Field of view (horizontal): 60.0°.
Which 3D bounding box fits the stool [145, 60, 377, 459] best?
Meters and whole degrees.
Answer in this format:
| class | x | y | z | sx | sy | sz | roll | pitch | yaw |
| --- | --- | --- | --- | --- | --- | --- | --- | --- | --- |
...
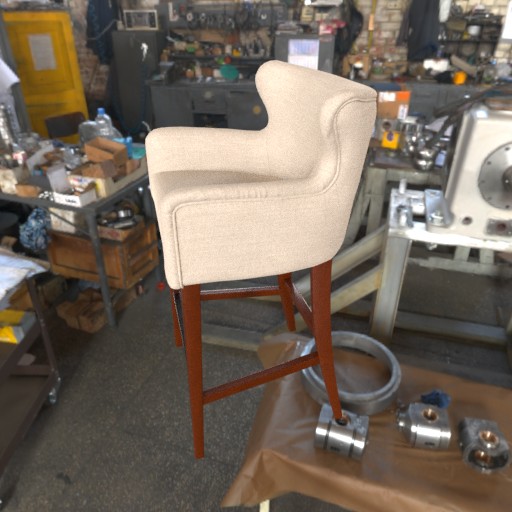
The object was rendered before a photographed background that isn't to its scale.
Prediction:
| class | x | y | z | sx | sy | sz | roll | pitch | yaw |
| --- | --- | --- | --- | --- | --- | --- | --- | --- | --- |
| stool | 0.000 | 0.000 | 1.345 | 0.563 | 1.034 | 0.556 | -8 | 31 | -13 |
